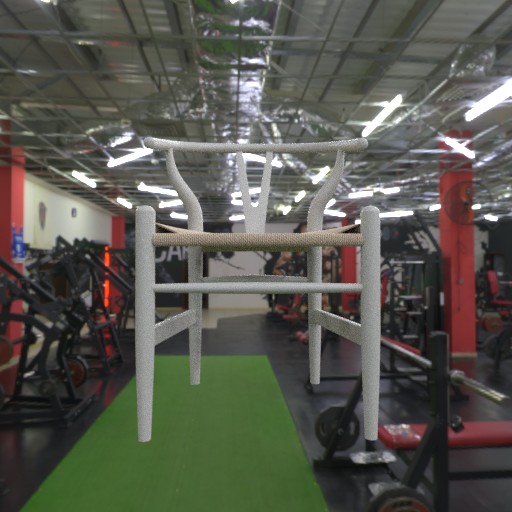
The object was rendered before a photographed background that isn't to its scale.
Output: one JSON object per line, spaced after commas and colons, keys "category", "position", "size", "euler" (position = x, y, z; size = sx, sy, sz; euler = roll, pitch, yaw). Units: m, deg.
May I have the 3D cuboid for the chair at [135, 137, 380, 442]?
{"category": "chair", "position": [0.000, 0.000, 1.150], "size": [0.569, 0.730, 0.579], "euler": [0, -1, -1]}
